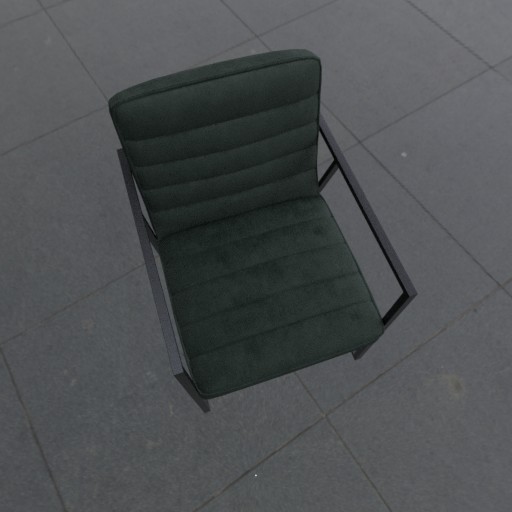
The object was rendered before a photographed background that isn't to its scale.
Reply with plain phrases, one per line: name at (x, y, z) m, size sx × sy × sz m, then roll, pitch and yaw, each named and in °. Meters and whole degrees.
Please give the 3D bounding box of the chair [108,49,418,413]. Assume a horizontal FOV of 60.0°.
chair at (0.000, 0.000, 1.275) m, size 0.571 × 0.833 × 0.677 m, roll -17°, pitch 65°, yaw -8°
